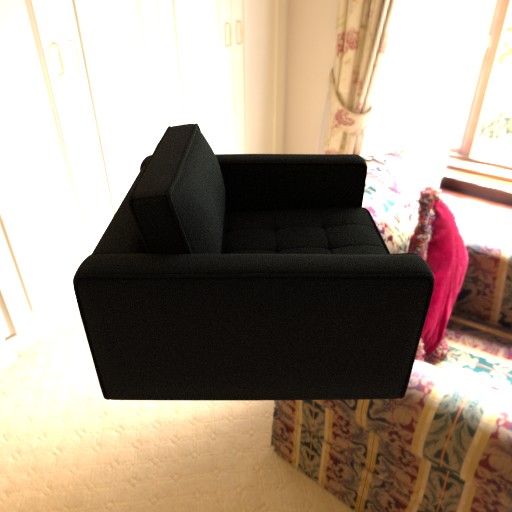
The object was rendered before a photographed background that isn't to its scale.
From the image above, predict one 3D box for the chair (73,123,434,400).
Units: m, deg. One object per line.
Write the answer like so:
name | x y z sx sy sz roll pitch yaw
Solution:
chair | 0.000 0.000 1.556 0.920 0.770 0.899 0 32 0
